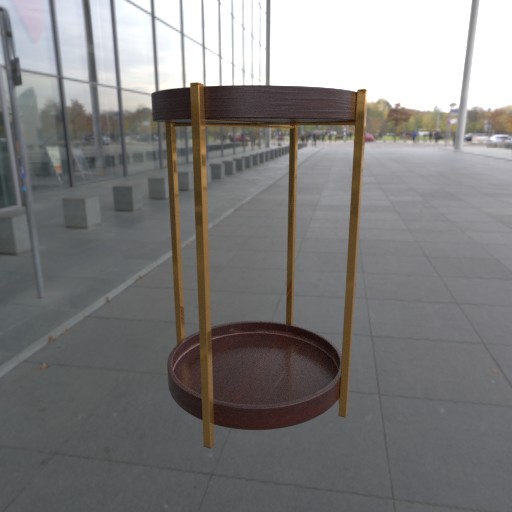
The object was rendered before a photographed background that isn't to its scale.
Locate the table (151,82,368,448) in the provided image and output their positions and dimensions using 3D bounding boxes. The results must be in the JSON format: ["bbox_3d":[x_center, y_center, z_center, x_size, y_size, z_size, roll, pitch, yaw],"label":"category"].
[{"bbox_3d":[0.000,0.000,0.882,0.400,0.610,0.400,7,17,25],"label":"table"}]
